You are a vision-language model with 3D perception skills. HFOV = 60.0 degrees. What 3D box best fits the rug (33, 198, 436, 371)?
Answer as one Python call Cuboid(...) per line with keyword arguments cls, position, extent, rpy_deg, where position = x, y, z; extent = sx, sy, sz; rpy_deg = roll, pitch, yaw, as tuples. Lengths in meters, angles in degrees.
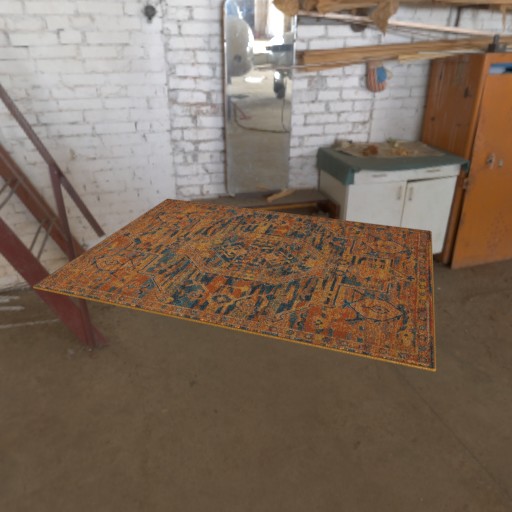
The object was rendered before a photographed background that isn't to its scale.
Cuboid(cls="rug", position=(0.000, 0.000, 2.921), extent=(2.204, 0.024, 1.588), rpy_deg=(9, 28, 17))
